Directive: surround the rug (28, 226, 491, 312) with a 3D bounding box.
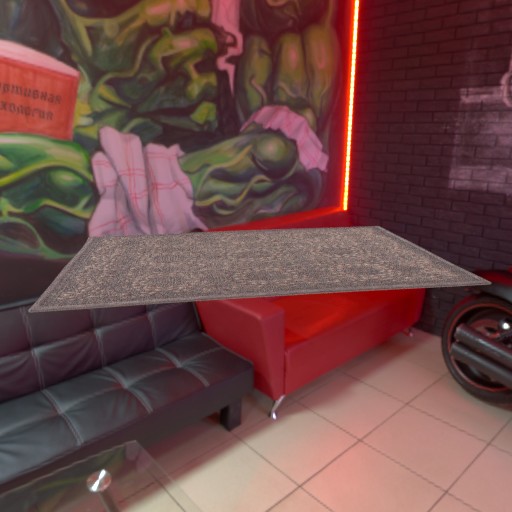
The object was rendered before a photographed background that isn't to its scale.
[{"bbox_3d":[0.000,0.000,3.069,2.498,0.022,1.535,-3,16,-9],"label":"rug"}]
